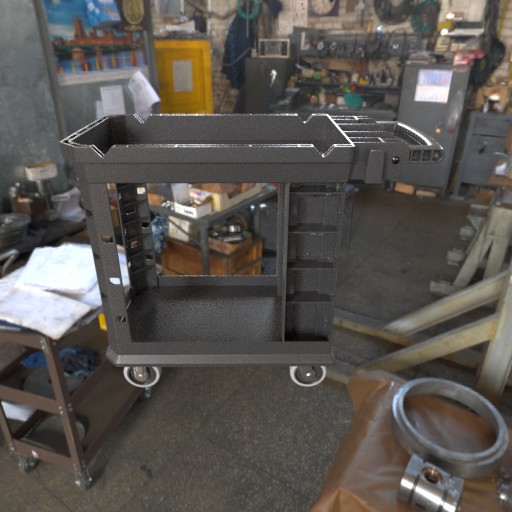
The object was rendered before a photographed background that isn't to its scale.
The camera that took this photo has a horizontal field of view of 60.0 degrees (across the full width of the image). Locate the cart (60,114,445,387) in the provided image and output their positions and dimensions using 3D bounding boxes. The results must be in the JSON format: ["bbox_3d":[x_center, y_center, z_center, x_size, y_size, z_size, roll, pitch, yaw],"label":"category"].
[{"bbox_3d":[0.000,0.000,1.562,1.061,0.884,0.497,0,27,0],"label":"cart"}]
